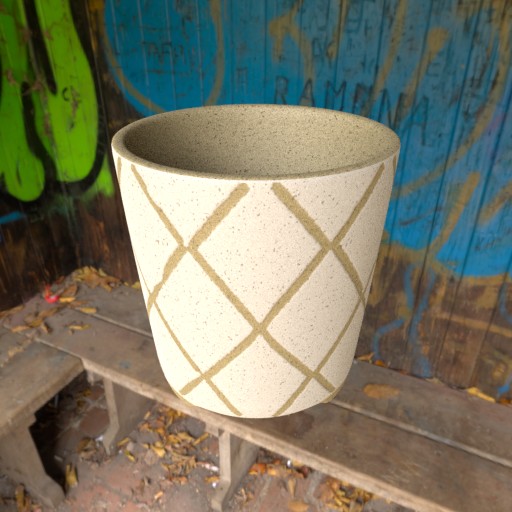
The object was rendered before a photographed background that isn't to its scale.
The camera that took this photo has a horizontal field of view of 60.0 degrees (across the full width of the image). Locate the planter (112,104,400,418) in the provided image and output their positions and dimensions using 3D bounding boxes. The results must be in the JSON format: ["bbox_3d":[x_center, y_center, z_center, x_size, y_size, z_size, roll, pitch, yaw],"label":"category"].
[{"bbox_3d":[0.000,0.000,0.420,0.228,0.235,0.228,0,30,0],"label":"planter"}]
